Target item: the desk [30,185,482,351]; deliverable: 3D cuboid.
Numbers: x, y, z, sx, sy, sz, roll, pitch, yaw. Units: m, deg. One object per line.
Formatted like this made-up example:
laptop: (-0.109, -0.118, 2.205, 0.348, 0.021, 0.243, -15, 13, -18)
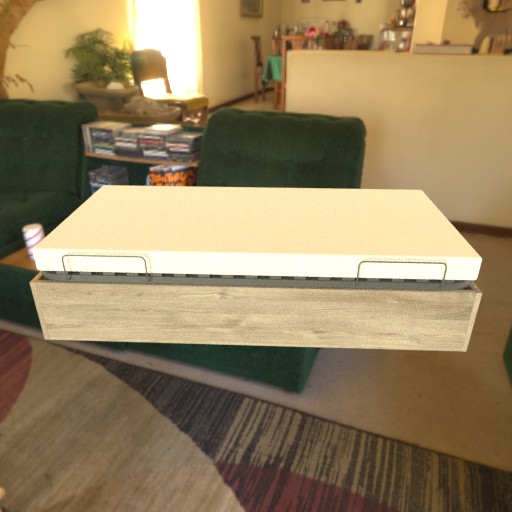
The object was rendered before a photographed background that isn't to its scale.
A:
desk: (0.000, 0.000, 2.281, 1.900, 0.455, 0.900, 1, 27, 2)
